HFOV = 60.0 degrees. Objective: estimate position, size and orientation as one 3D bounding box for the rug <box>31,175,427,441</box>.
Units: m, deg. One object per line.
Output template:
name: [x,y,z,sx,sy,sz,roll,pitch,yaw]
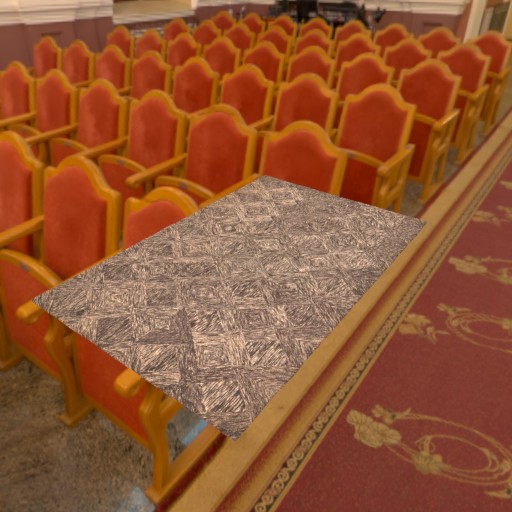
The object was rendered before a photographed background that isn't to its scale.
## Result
rug: [0.000,0.000,2.302,1.189,0.011,1.808,22,39,30]
